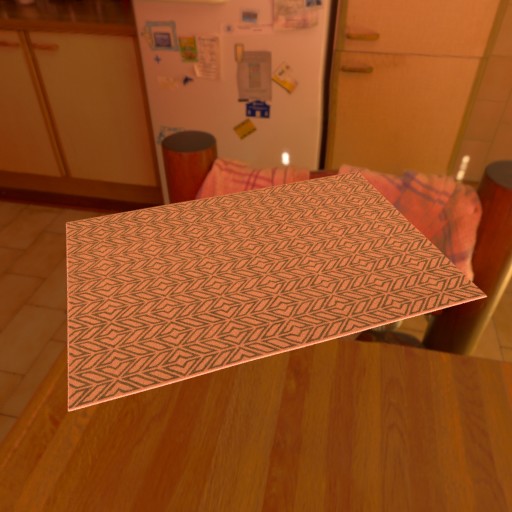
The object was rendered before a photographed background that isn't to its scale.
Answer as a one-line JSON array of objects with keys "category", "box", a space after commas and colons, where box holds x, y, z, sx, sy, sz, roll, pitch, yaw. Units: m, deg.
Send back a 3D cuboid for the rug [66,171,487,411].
[{"category": "rug", "box": [0.000, 0.000, 2.255, 1.828, 0.007, 1.220, -12, 41, -14]}]
